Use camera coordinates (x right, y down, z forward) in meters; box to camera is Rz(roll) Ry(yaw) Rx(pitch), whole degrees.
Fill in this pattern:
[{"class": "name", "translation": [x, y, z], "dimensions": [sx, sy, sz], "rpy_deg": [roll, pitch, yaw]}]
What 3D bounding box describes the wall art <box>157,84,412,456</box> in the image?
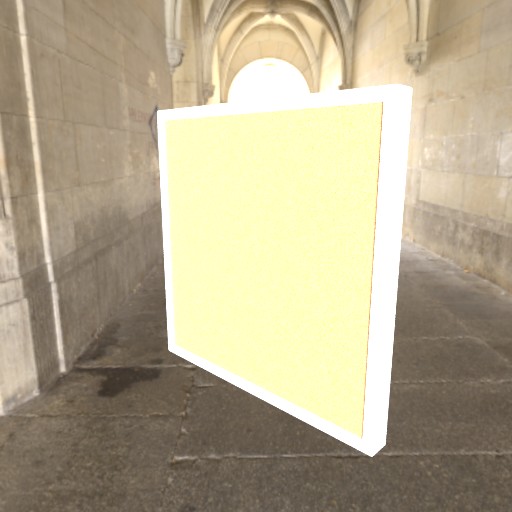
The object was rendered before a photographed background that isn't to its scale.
[{"class": "wall art", "translation": [0.000, 0.000, 0.768], "dimensions": [0.508, 0.508, 0.038], "rpy_deg": [13, 18, 43]}]
